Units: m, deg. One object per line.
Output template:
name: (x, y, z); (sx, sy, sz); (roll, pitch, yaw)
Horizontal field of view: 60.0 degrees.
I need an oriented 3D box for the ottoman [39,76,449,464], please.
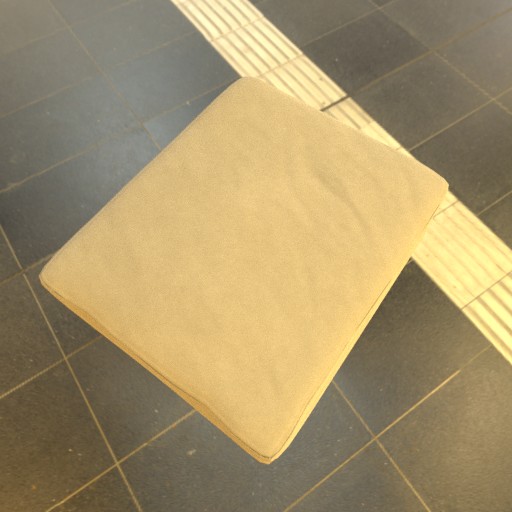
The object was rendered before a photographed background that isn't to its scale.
ottoman: (0.000, 0.000, 1.477); (0.836, 0.492, 1.002); (33, 68, 15)
